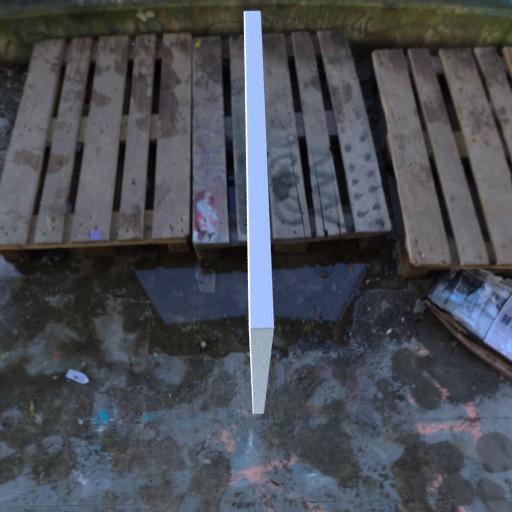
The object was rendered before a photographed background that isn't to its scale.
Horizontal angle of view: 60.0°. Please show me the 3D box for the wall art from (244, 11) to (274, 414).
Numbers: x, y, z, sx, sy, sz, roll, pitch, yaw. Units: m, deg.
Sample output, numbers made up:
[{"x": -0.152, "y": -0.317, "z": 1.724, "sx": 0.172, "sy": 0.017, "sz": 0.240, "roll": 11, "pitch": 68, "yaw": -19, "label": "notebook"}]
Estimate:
[{"x": 0.000, "y": 0.000, "z": 1.573, "sx": 0.046, "sy": 1.221, "sz": 0.914, "roll": -1, "pitch": 63, "yaw": -1, "label": "wall art"}]
